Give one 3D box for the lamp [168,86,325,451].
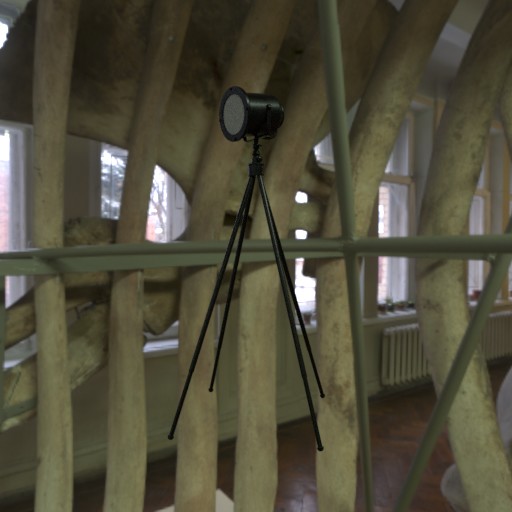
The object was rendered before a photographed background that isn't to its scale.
[{"bbox_3d":[0.000,0.000,2.054,0.884,1.504,0.879,-1,2,-35],"label":"lamp"}]
